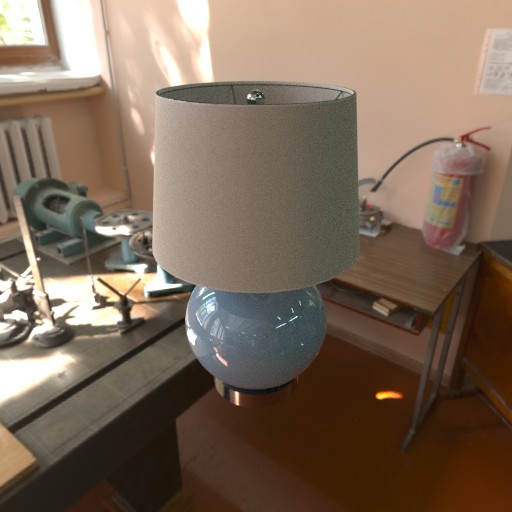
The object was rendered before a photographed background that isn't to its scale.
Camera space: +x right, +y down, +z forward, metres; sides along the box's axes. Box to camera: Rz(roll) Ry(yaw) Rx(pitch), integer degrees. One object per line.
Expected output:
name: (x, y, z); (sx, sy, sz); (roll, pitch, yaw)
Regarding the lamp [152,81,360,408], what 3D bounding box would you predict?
lamp: (0.000, 0.000, 0.548); (0.247, 0.387, 0.247); (0, 27, 0)
